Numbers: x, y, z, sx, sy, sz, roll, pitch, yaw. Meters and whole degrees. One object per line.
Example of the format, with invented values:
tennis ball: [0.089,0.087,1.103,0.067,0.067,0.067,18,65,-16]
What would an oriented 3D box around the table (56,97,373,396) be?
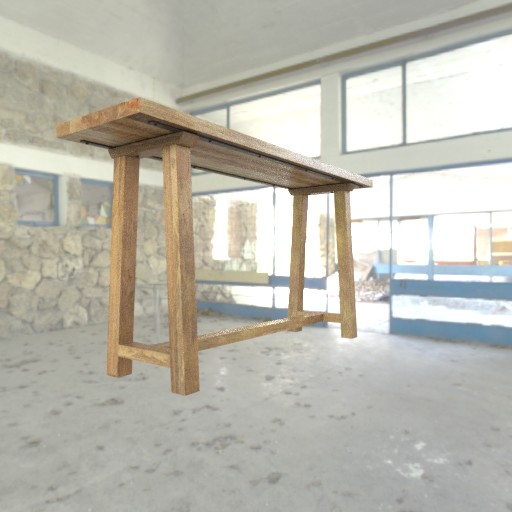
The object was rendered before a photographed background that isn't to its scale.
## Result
table: [0.000,0.000,1.862,0.405,0.810,1.524,0,0,37]
